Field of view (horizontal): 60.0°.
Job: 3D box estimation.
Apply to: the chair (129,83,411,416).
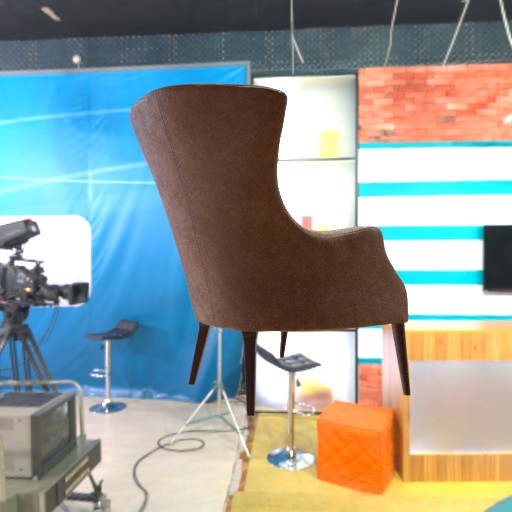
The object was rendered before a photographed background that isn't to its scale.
[{"bbox_3d":[0.000,0.000,1.760,0.955,1.067,0.846,0,0,-35],"label":"chair"}]
